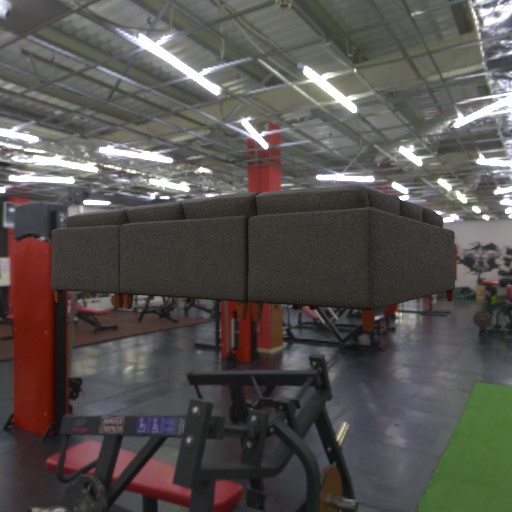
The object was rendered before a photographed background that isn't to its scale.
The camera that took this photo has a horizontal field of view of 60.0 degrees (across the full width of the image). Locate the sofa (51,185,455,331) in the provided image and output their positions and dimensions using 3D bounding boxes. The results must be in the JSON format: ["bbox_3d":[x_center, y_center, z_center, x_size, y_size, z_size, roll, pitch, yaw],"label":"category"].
[{"bbox_3d":[0.000,0.000,4.667,3.460,0.961,2.594,0,-1,35],"label":"sofa"}]
